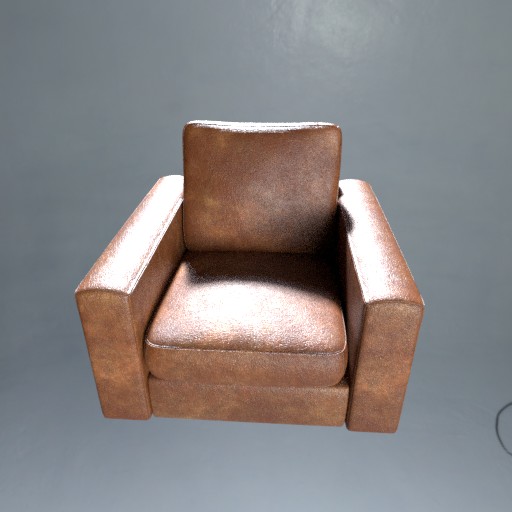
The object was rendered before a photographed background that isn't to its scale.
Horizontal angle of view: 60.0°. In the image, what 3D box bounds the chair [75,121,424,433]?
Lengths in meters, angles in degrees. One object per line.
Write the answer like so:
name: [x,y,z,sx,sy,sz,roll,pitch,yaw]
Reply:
chair: [0.000,0.000,1.707,1.005,0.873,1.016,2,29,3]
